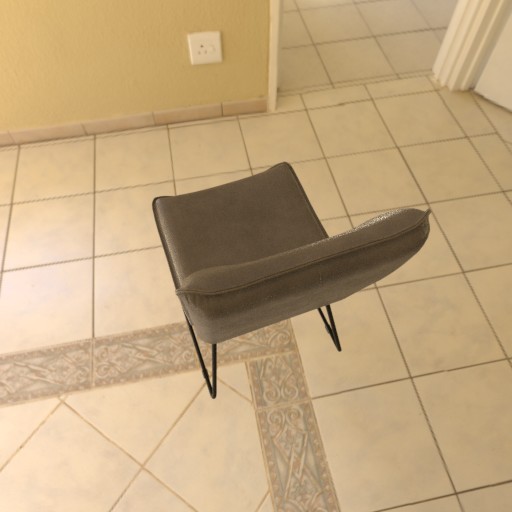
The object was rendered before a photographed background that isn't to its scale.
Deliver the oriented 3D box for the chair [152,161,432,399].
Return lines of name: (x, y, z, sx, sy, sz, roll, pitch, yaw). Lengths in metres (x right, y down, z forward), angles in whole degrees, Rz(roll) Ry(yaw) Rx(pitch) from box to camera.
chair: (0.000, 0.000, 1.331, 0.515, 0.932, 0.688, -18, 59, -11)
